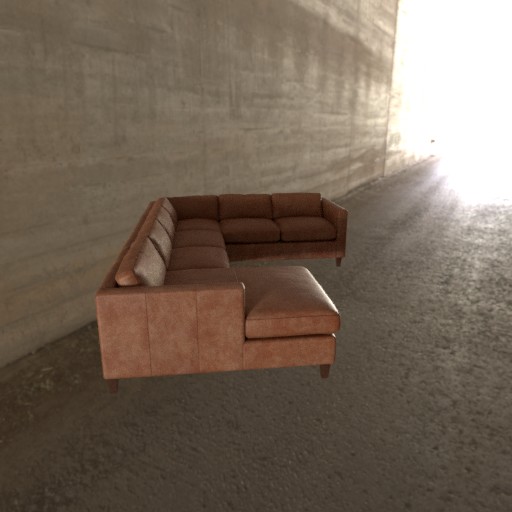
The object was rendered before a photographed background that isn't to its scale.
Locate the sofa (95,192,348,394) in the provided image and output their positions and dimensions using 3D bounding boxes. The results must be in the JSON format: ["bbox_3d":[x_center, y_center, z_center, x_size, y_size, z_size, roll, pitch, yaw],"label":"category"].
[{"bbox_3d":[0.000,0.000,4.533,2.430,0.832,3.401,-2,17,-7],"label":"sofa"}]
